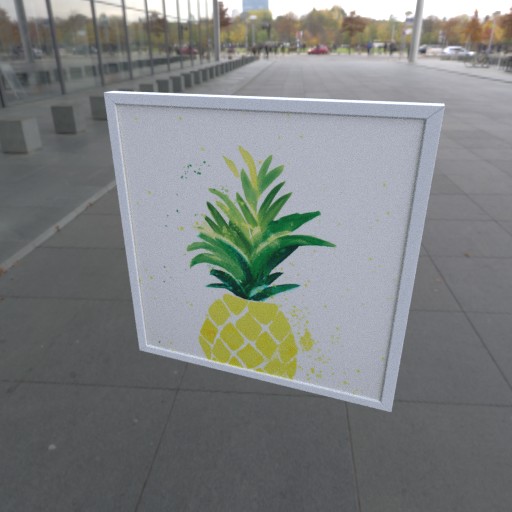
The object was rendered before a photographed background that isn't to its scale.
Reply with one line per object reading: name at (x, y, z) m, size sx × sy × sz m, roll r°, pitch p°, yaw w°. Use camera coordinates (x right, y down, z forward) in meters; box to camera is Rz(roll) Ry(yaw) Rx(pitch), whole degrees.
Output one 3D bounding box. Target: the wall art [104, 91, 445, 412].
wall art at (0.000, 0.000, 1.125) m, size 0.763 × 0.761 × 0.038 m, roll 9°, pitch 27°, yaw 18°
